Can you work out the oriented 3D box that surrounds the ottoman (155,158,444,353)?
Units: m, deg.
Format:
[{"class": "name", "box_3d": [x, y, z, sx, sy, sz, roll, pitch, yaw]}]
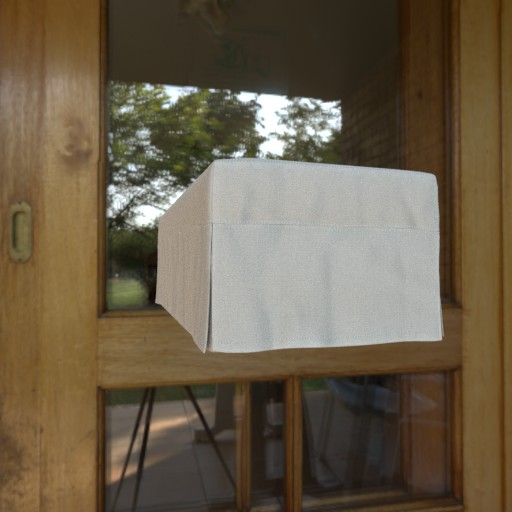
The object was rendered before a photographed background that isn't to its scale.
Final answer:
[{"class": "ottoman", "box_3d": [0.000, 0.000, 1.720, 0.665, 0.457, 1.388, 0, -1, -17]}]
